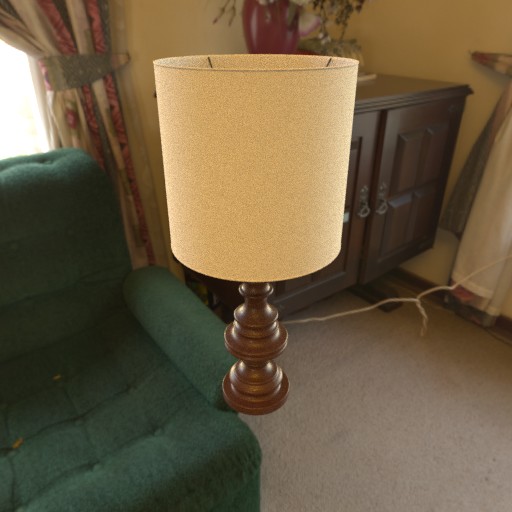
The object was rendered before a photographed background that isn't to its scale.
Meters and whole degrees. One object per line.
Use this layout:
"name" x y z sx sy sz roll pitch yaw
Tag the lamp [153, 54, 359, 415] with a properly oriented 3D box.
"lamp" 0.000 0.000 0.562 0.208 0.455 0.208 19 33 32
